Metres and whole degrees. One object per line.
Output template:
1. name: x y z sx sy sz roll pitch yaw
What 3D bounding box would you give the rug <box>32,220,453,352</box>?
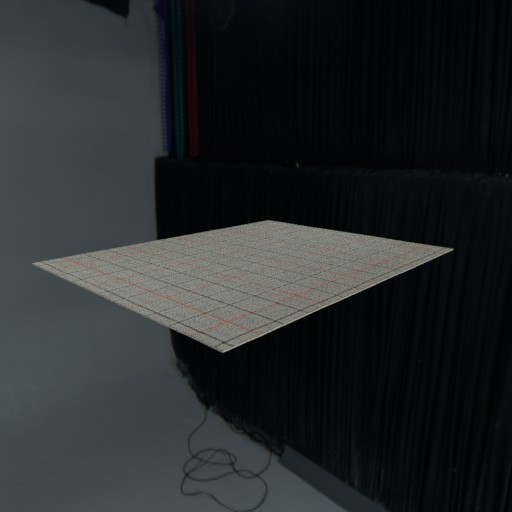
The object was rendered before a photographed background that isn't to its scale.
1. rug: 0.000 0.000 4.076 2.444 0.012 3.048 13 19 42
